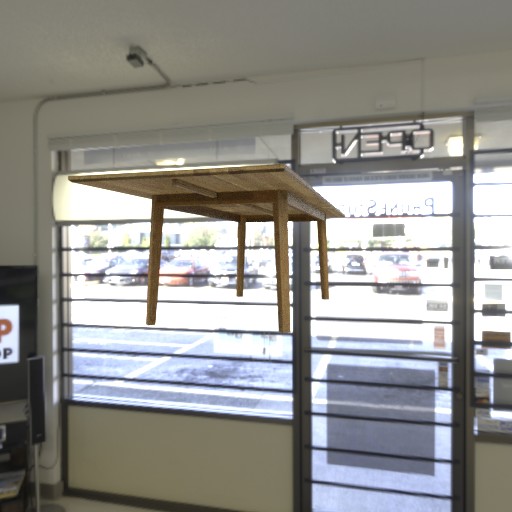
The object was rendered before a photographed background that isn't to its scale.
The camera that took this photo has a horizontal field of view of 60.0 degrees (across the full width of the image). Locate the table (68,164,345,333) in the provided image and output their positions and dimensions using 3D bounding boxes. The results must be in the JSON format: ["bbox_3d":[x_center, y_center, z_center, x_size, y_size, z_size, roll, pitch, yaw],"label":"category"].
[{"bbox_3d":[0.000,0.000,3.110,1.000,0.752,2.603,0,1,16],"label":"table"}]
